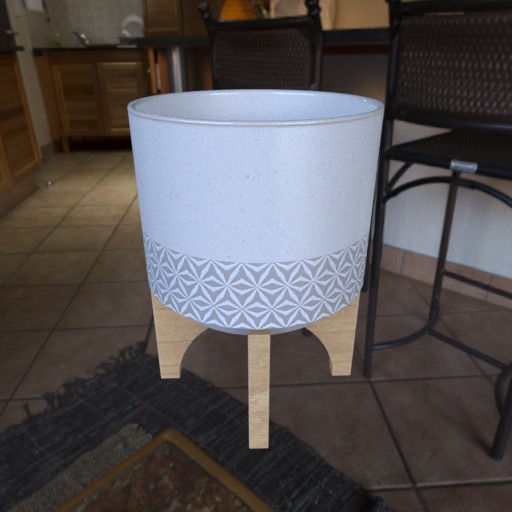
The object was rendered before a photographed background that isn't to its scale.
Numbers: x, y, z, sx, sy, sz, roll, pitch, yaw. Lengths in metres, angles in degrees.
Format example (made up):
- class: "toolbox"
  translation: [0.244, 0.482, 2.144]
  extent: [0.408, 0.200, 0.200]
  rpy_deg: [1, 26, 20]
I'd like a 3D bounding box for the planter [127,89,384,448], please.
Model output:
- class: "planter"
  translation: [0.000, 0.000, 0.517]
  extent: [0.249, 0.343, 0.249]
  rpy_deg: [0, 26, 0]
